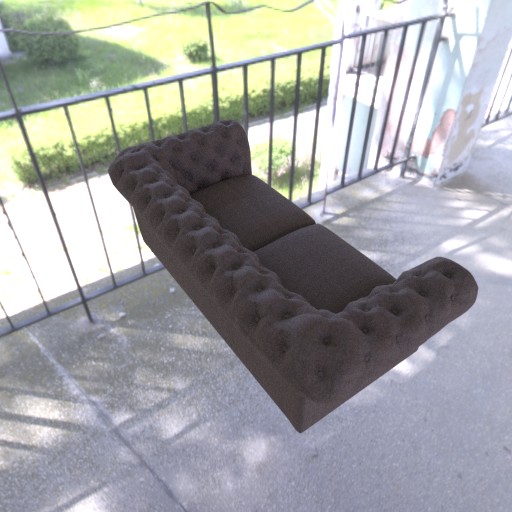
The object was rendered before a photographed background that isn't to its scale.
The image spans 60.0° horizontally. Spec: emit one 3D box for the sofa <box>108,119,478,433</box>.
[{"bbox_3d":[0.000,0.000,2.504,0.944,0.780,2.048,-25,47,-26],"label":"sofa"}]
